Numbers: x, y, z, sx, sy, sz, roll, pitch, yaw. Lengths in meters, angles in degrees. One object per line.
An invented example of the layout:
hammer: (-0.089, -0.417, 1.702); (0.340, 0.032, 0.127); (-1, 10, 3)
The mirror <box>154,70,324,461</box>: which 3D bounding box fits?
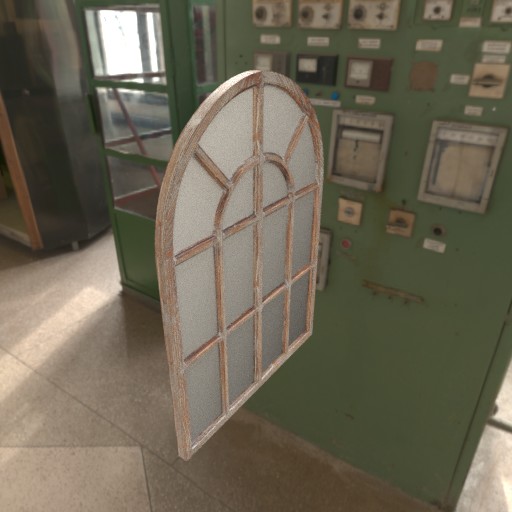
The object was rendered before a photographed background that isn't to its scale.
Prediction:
mirror: (0.000, 0.000, 1.188); (0.032, 0.920, 0.660); (19, 33, 31)
